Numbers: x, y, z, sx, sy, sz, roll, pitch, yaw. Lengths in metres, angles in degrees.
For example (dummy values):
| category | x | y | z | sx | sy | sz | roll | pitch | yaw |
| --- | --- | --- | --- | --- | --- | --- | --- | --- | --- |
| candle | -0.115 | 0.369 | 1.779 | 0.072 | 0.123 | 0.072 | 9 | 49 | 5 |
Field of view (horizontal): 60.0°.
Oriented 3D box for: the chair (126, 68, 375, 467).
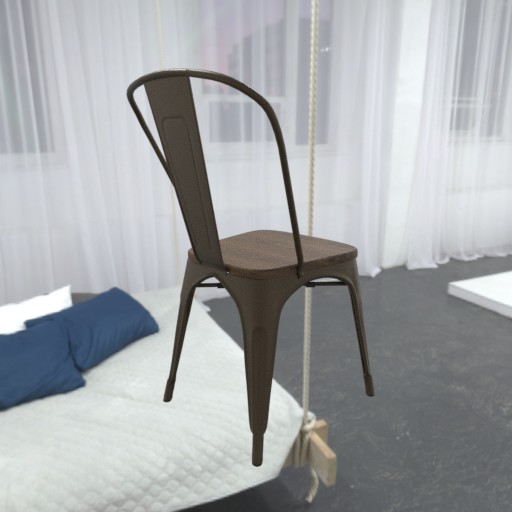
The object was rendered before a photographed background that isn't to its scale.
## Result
| category | x | y | z | sx | sy | sz | roll | pitch | yaw |
| --- | --- | --- | --- | --- | --- | --- | --- | --- | --- |
| chair | 0.000 | 0.000 | 1.145 | 0.451 | 0.844 | 0.532 | 14 | 21 | 43 |
